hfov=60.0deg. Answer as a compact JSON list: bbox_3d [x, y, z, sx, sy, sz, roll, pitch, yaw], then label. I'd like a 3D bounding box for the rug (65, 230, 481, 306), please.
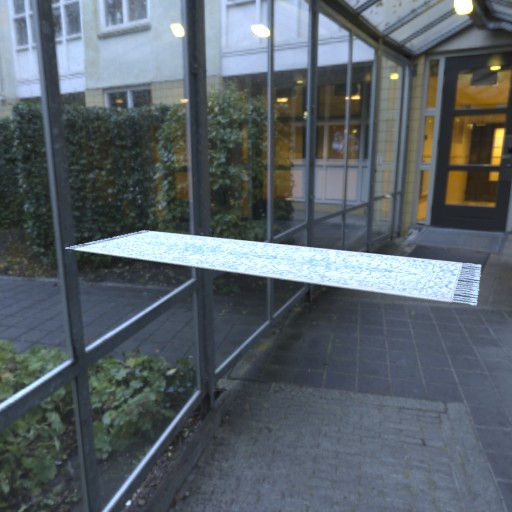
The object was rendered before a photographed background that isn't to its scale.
[{"bbox_3d":[0.000,0.000,2.697,2.449,0.011,0.774,7,15,27],"label":"rug"}]
